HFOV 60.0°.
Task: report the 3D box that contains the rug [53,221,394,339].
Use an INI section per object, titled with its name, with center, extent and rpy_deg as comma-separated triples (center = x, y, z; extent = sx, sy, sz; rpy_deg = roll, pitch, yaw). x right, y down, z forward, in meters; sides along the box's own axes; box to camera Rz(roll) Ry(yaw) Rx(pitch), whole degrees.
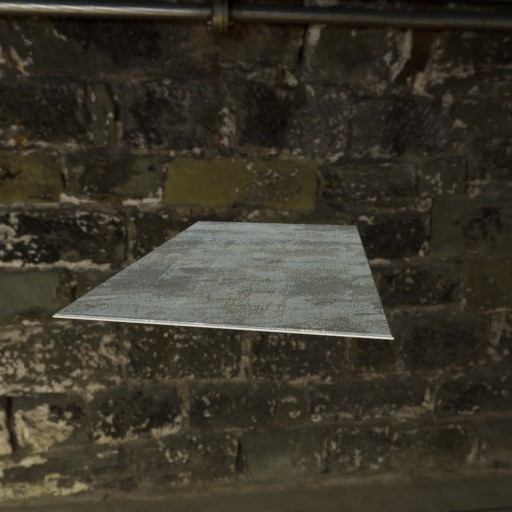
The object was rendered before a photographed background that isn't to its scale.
[rug]
center = 0.000, 0.000, 3.108
extent = 1.536, 0.012, 2.431
rpy_deg = 2, 15, 9
